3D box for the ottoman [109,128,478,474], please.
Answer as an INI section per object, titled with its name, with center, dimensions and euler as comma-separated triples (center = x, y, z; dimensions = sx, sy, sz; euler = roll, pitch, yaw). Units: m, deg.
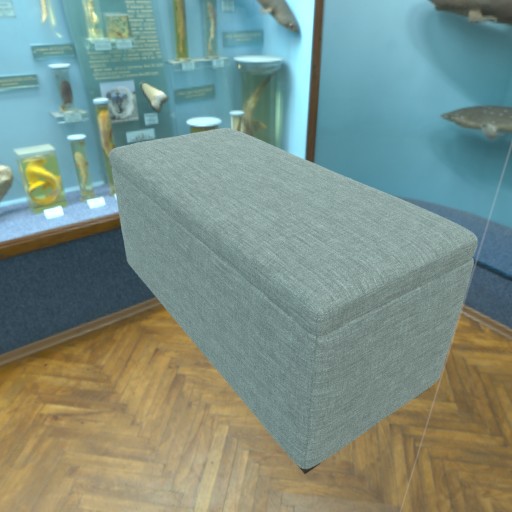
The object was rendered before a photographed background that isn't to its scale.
[ottoman]
center = 0.000, 0.000, 1.114
dimensions = 0.419, 0.432, 0.902
euler = -20, 36, -29
